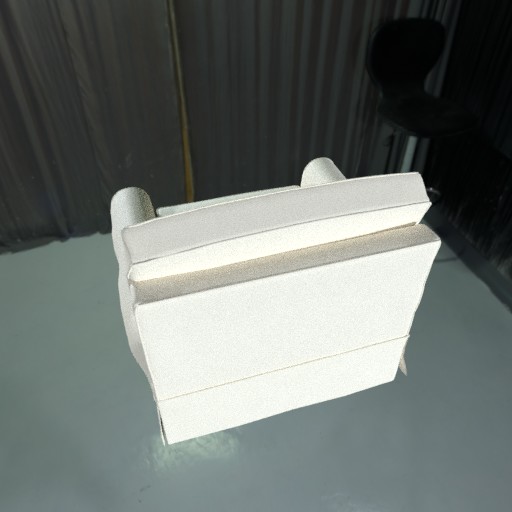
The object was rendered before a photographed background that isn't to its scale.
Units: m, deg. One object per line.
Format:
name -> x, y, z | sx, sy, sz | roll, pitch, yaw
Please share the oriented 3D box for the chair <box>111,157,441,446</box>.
chair -> 0.000, 0.000, 1.824 | 1.099, 0.958, 0.904 | -11, 42, -13
